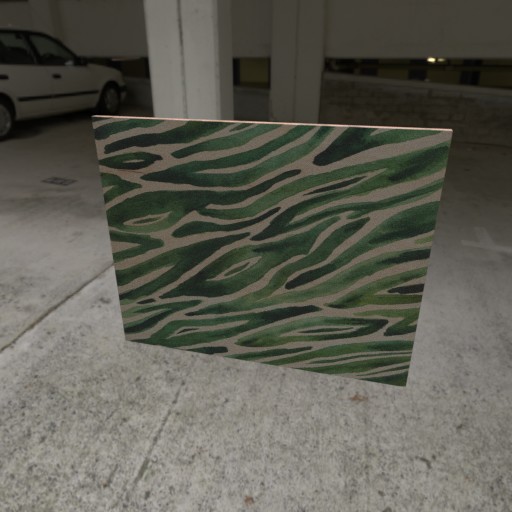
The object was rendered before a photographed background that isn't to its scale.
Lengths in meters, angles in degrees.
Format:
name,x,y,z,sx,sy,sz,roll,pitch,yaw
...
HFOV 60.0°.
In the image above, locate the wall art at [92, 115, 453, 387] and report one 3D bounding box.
name,x,y,z,sx,sy,sz,roll,pitch,yaw
wall art,0.000,0.000,0.699,0.508,0.408,0.012,6,26,13
